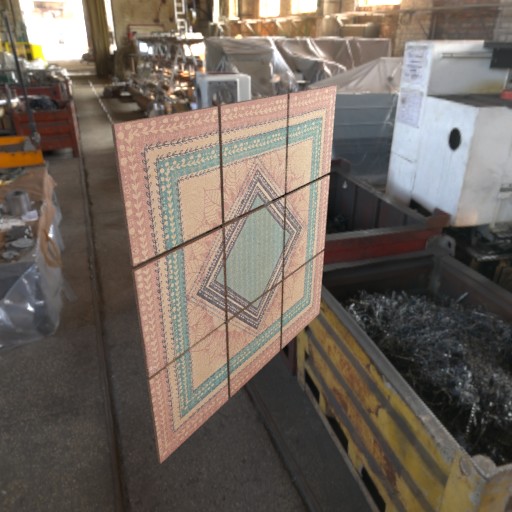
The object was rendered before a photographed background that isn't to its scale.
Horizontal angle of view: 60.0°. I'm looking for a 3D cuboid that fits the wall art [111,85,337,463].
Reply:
[{"bbox_3d":[0.000,0.000,2.270,0.014,1.525,1.527,18,31,32],"label":"wall art"}]
